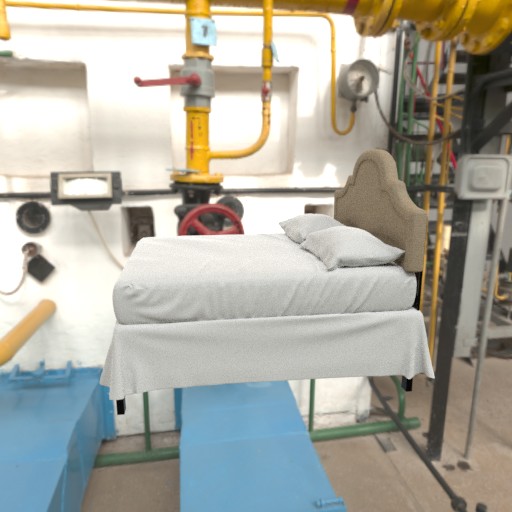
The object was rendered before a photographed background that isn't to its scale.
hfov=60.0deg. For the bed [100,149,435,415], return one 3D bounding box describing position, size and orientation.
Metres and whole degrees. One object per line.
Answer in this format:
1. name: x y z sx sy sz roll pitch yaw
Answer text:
1. bed: 0.000 0.000 3.490 2.222 1.634 1.780 -2 13 -8
